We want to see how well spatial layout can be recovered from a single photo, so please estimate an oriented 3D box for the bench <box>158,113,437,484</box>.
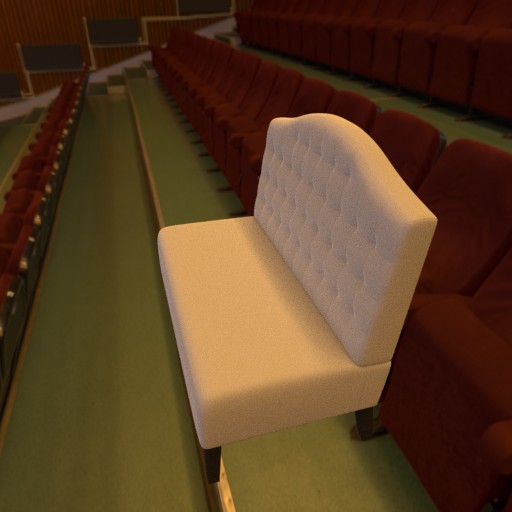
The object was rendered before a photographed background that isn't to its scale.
[{"bbox_3d":[0.000,0.000,2.033,0.815,1.180,1.335,-9,32,-14],"label":"bench"}]
